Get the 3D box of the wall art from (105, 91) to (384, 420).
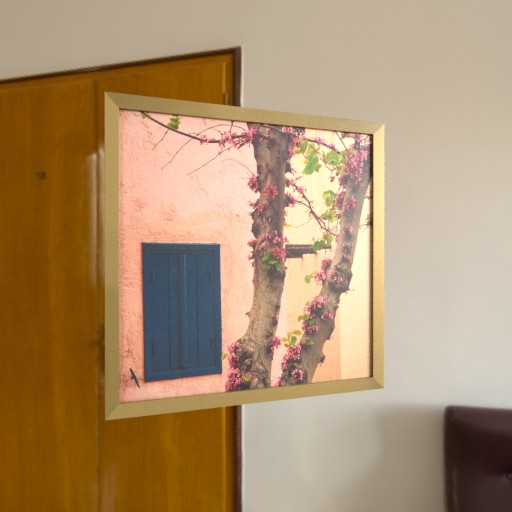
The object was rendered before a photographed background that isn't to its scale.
[{"bbox_3d":[0.000,0.000,0.786,0.507,0.508,0.038,0,0,-19],"label":"wall art"}]
